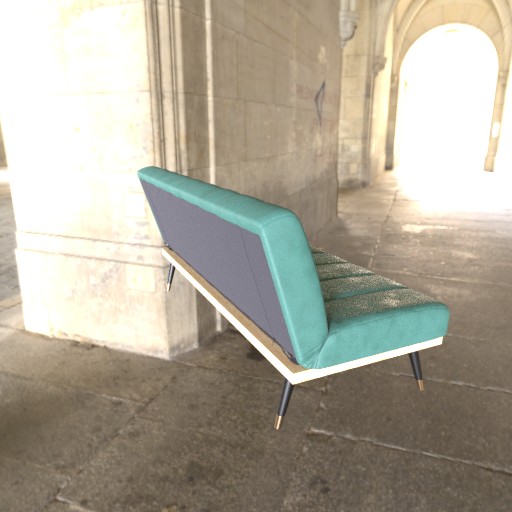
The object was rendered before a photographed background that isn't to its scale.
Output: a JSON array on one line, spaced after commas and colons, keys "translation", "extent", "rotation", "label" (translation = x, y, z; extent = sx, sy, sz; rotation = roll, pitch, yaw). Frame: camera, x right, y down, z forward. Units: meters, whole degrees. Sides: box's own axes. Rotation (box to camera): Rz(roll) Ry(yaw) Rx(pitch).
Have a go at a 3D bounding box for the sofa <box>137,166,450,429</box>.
[{"translation": [0.000, 0.000, 2.297], "extent": [0.830, 0.820, 1.810], "rotation": [-7, 18, -24], "label": "sofa"}]
